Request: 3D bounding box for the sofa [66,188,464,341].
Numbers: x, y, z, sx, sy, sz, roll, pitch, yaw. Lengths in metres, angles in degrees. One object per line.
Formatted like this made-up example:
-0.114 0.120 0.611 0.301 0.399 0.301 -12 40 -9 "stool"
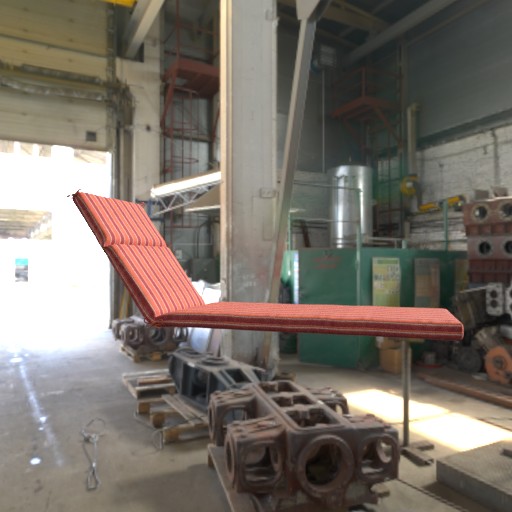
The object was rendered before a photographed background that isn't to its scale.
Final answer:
0.000 0.000 2.017 1.663 0.622 0.582 0 -1 18 "sofa"
